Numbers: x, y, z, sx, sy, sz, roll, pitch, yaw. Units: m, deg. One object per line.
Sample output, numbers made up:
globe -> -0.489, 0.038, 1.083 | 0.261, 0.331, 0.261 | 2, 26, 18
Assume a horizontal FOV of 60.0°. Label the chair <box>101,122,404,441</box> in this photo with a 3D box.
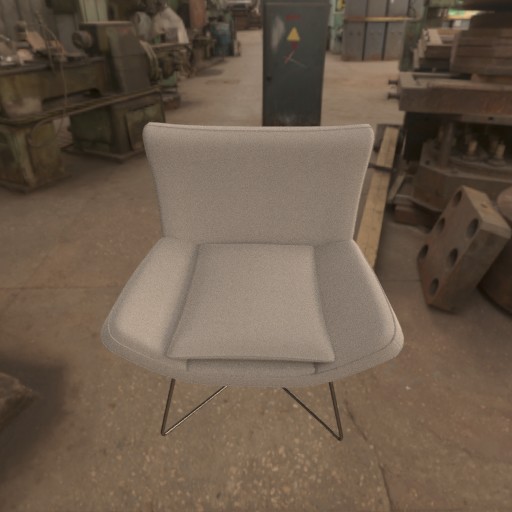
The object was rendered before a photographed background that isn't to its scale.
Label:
chair -> 0.000, 0.000, 1.640 | 0.859, 0.855, 1.008 | 1, 30, 2
